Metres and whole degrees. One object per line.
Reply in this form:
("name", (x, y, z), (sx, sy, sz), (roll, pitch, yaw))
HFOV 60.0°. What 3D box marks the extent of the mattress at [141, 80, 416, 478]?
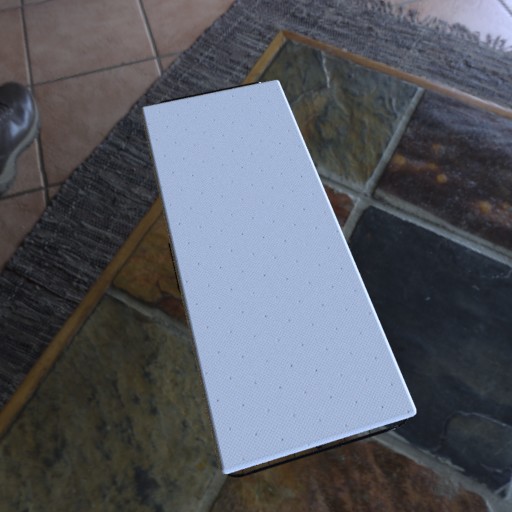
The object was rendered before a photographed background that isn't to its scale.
("mattress", (0.000, 0.000, 2.535), (0.922, 0.519, 2.153), (-14, 65, -7))
